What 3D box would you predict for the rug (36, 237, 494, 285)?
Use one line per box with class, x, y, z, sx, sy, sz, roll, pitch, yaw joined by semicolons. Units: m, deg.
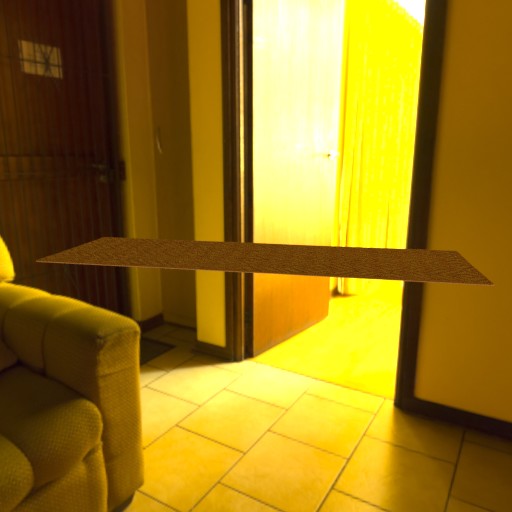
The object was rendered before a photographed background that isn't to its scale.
rug;0.000;0.000;2.671;2.435;0.009;0.750;3;13;11
